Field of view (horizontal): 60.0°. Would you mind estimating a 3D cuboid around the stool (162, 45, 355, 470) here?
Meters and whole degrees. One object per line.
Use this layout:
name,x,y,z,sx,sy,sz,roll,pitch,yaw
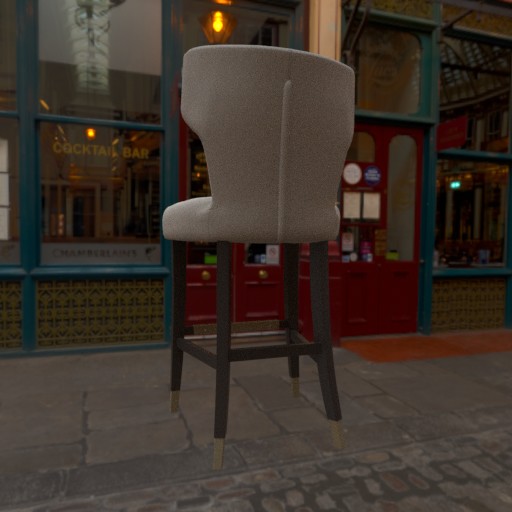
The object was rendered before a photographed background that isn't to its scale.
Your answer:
stool,0.000,0.000,1.400,0.526,1.092,0.563,-1,2,-19
